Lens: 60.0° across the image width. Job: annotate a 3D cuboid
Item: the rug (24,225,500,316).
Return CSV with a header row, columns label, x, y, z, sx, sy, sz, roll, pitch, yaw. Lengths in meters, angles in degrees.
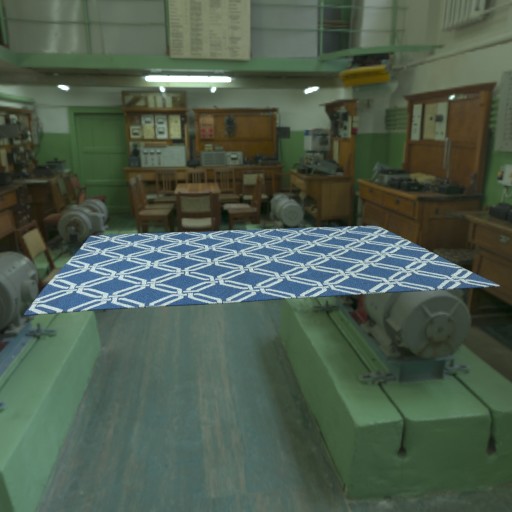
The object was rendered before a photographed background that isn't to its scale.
label,x,y,z,sx,sy,sz,roll,pitch,yaw
rug,0.000,0.000,2.134,1.755,0.010,1.153,-3,16,-9
